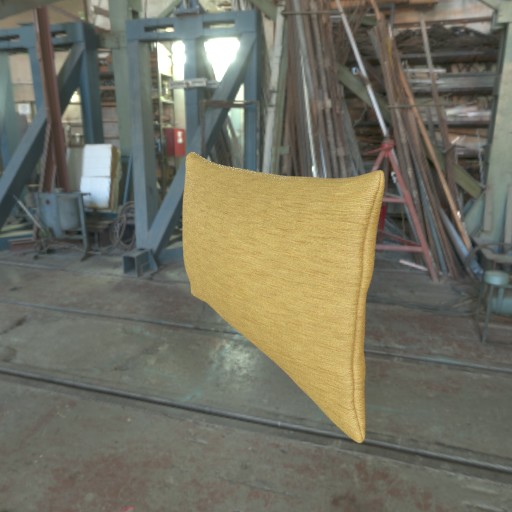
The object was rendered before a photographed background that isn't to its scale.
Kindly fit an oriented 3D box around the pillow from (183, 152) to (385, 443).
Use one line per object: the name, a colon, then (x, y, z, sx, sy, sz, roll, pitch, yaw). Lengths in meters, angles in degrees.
pillow: (0.000, 0.000, 0.807, 0.210, 0.354, 0.634, -8, 18, -27)
